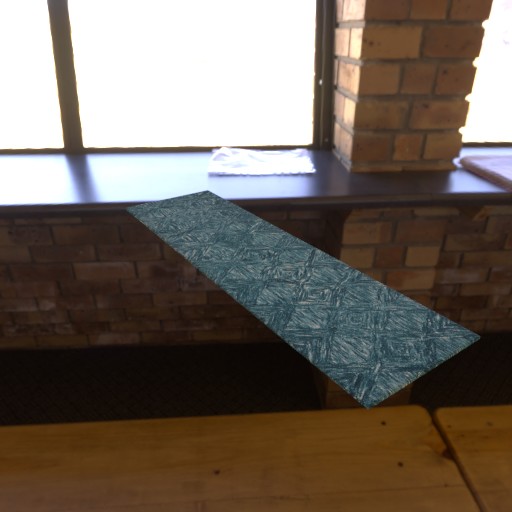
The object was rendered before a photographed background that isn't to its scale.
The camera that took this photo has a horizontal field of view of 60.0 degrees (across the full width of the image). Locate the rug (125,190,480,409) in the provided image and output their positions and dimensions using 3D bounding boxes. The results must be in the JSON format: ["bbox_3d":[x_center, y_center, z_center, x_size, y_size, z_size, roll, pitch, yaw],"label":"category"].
[{"bbox_3d":[0.000,0.000,2.499,0.676,0.016,2.286,-18,32,-31],"label":"rug"}]
